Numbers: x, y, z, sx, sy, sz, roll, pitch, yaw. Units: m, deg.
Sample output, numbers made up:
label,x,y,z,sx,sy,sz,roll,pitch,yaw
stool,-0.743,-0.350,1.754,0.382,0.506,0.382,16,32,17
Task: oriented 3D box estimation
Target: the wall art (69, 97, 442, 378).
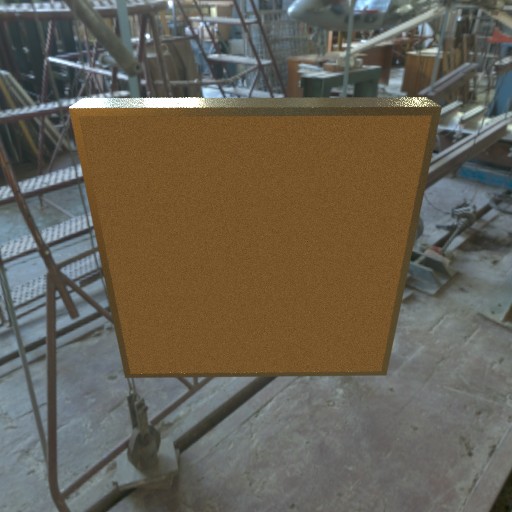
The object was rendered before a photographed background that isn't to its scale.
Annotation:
label,x,y,z,sx,sy,sz,roll,pitch,yaw
wall art,0.000,0.000,0.455,0.304,0.304,0.038,0,31,-1
